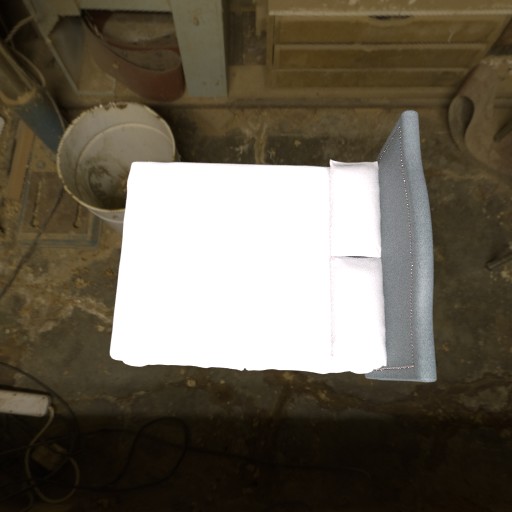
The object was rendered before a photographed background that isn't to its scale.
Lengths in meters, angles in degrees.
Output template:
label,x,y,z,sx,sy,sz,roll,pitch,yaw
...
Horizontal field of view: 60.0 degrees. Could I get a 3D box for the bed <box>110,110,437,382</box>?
label,x,y,z,sx,sy,sz,roll,pitch,yaw
bed,0.000,0.000,3.353,2.143,1.460,1.753,2,75,0
